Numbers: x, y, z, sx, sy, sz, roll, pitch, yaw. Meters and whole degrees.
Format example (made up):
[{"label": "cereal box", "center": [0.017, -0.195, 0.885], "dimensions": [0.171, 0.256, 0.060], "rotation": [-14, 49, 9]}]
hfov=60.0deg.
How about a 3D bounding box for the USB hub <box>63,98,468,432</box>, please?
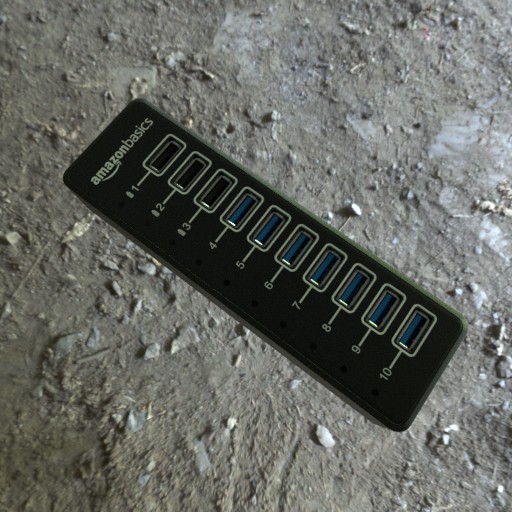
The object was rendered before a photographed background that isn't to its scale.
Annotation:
[{"label": "USB hub", "center": [0.000, 0.000, 0.162], "dimensions": [0.145, 0.023, 0.044], "rotation": [36, 77, 9]}]
